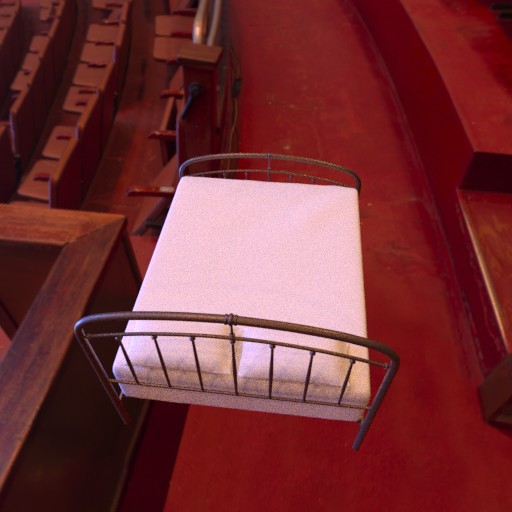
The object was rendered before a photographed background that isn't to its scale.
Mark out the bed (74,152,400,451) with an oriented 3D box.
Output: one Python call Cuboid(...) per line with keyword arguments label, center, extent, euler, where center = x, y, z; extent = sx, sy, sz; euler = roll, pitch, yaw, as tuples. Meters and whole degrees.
Cuboid(label="bed", center=(0.000, 0.000, 3.320), extent=(1.711, 1.475, 2.168), euler=(5, 48, 4))
